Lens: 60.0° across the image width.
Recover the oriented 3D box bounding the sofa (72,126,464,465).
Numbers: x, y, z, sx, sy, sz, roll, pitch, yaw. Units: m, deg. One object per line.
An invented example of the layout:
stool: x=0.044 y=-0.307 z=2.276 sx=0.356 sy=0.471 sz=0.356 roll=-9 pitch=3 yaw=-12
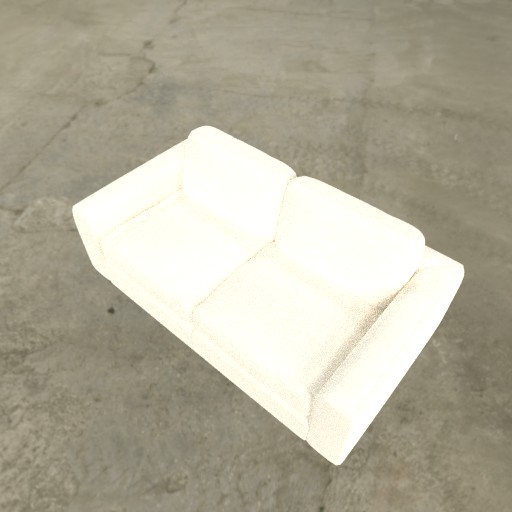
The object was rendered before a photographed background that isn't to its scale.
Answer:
sofa: x=0.000 y=0.000 z=2.479 sx=1.920 sy=0.801 sz=1.069 roll=32 pitch=55 yaw=26
